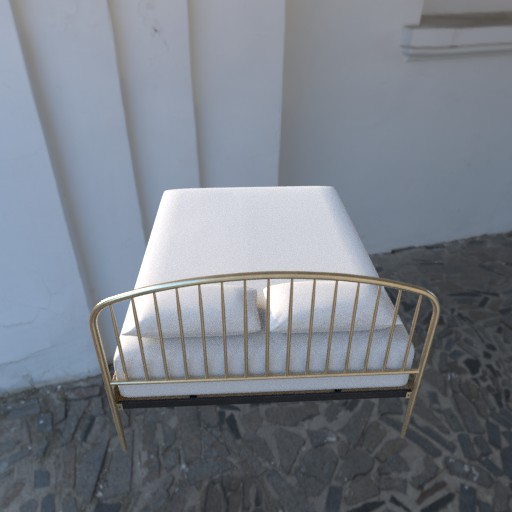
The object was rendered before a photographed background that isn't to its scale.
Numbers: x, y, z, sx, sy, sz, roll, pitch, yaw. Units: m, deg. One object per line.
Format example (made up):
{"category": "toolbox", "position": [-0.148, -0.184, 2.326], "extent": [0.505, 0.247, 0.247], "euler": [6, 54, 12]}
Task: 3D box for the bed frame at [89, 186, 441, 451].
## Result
{"category": "bed frame", "position": [0.000, 0.000, 3.094], "extent": [1.612, 1.175, 2.152], "euler": [-2, 32, -2]}
